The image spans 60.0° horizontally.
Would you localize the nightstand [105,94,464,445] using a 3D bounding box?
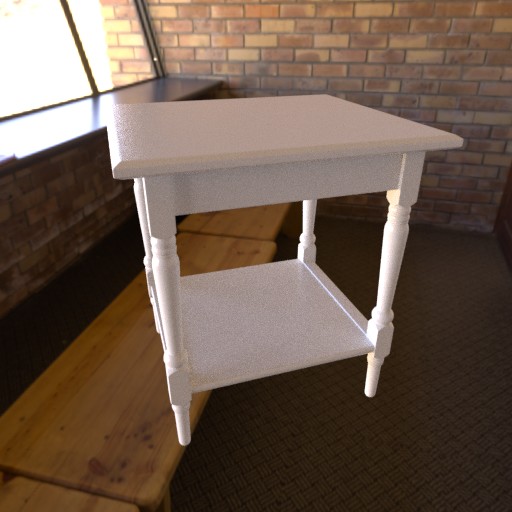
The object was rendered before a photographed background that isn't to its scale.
[{"bbox_3d":[0.000,0.000,0.913,0.505,0.555,0.459,-9,29,-16],"label":"nightstand"}]
